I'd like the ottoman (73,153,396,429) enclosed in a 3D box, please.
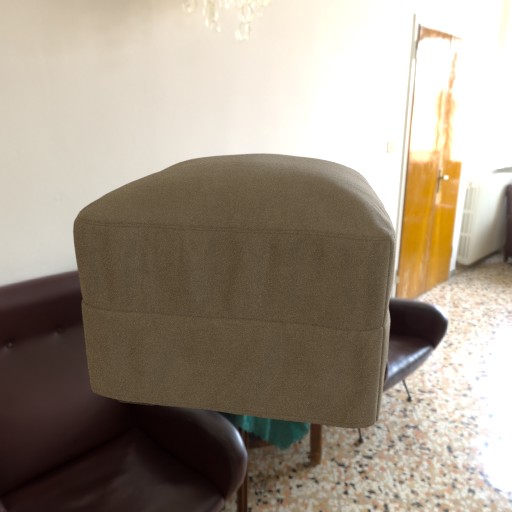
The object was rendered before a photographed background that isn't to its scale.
[{"bbox_3d":[0.000,0.000,1.074,0.584,0.480,0.712,3,16,9],"label":"ottoman"}]
